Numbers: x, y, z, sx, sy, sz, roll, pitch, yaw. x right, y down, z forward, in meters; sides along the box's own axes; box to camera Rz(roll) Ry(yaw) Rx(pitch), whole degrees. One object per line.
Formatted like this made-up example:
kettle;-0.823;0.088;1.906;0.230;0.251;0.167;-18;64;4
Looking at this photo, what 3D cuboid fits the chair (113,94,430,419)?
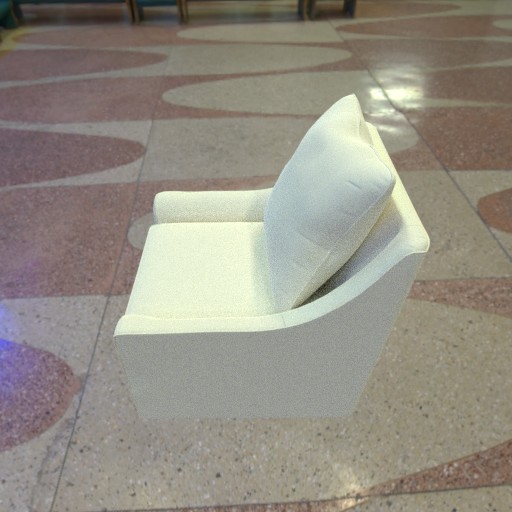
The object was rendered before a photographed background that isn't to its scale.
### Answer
chair;0.000;0.000;1.584;0.876;0.965;0.756;0;41;0
